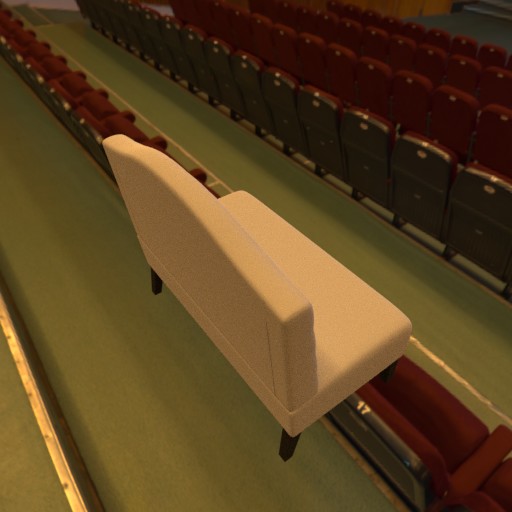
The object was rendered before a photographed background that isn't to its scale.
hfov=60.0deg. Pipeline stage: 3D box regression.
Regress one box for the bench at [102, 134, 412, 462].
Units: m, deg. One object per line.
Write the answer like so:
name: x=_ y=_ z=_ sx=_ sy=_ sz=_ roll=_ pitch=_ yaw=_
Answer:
bench: x=0.000 y=0.000 z=2.095 sx=0.815 sy=1.180 sz=1.335 roll=-26 pitch=48 yaw=-26
